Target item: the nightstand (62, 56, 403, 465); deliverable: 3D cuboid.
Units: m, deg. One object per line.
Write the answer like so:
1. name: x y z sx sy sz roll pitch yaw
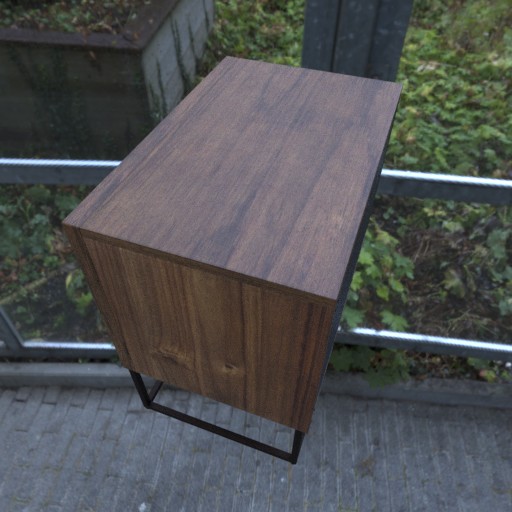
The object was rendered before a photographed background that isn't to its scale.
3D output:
1. nightstand: 0.000 0.000 1.008 0.437 0.610 0.610 15 49 14
